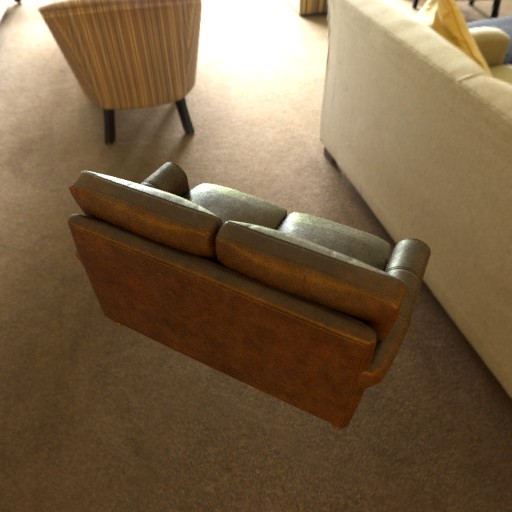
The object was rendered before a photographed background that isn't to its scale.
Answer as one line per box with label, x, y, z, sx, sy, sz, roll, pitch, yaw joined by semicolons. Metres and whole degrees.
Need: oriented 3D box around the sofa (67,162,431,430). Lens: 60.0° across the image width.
sofa;0.000;0.000;2.297;1.616;0.976;0.990;20;49;18
